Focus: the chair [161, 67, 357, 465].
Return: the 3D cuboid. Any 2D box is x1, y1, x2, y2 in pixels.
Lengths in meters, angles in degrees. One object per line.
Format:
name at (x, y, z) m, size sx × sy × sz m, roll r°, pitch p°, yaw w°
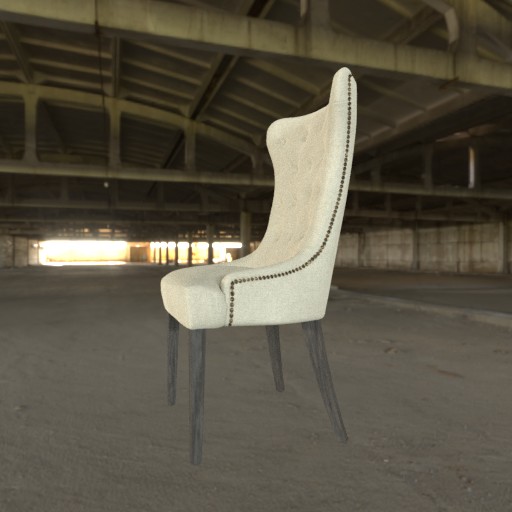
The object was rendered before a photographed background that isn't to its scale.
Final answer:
chair at (0.000, 0.000, 1.442) m, size 0.590 × 1.065 × 0.584 m, roll 0°, pitch 0°, yaw -18°
